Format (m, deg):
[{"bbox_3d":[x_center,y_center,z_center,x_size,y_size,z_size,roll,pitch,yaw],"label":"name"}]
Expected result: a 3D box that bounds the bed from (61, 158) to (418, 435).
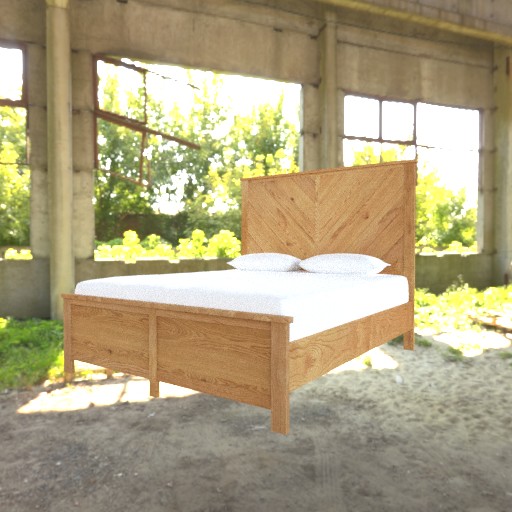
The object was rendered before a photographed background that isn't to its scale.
[{"bbox_3d":[0.000,0.000,4.112,2.225,1.938,2.530,1,1,35],"label":"bed"}]
